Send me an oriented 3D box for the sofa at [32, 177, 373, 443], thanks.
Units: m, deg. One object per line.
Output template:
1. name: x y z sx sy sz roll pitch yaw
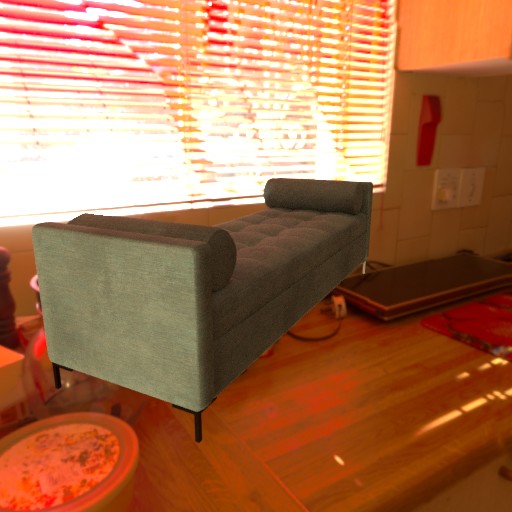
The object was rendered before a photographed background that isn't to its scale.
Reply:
1. sofa: 0.000 0.000 2.261 0.686 0.635 1.981 8 17 27
